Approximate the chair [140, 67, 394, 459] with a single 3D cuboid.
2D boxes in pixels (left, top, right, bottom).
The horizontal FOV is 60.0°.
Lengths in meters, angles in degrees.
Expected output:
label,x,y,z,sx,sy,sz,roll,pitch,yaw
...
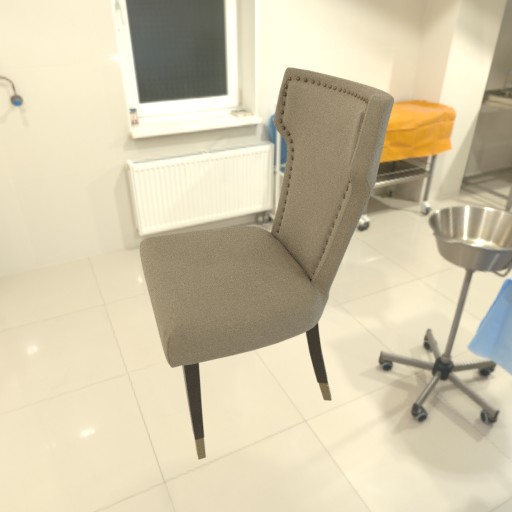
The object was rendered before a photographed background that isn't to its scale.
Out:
label,x,y,z,sx,sy,sz,roll,pitch,yaw
chair,0.000,0.000,1.301,0.630,0.955,0.526,-10,32,-17
